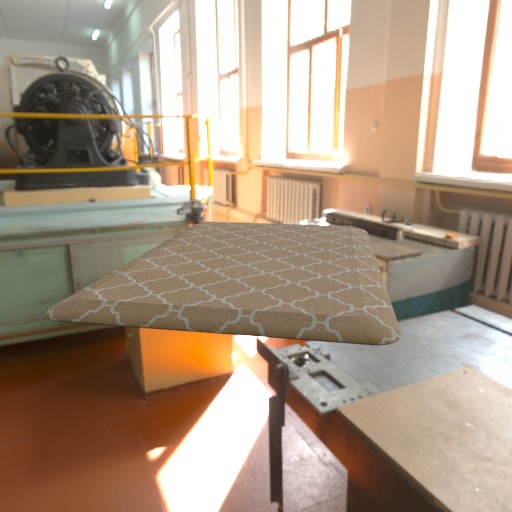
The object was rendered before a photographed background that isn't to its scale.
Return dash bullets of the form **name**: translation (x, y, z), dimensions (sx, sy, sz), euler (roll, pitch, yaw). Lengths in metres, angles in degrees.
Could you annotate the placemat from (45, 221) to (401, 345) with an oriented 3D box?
- **placemat**: translation (0.000, 0.000, 0.949), dimensions (0.508, 0.021, 0.762), euler (3, 15, 10)
